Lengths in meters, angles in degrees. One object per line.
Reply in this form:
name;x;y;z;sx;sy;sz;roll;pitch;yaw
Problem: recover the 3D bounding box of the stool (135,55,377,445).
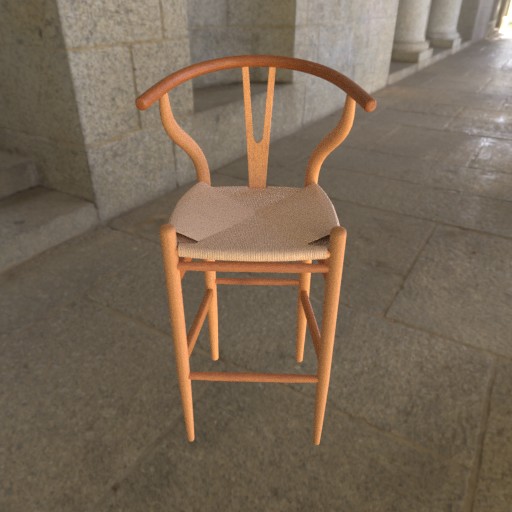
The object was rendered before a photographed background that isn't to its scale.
stool;0.000;0.000;1.352;0.574;1.068;0.561;1;31;2
